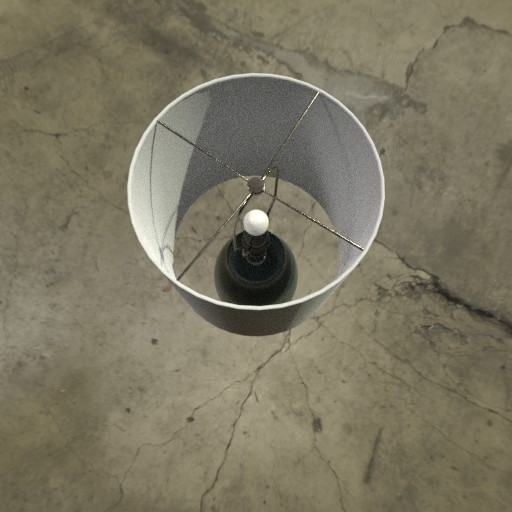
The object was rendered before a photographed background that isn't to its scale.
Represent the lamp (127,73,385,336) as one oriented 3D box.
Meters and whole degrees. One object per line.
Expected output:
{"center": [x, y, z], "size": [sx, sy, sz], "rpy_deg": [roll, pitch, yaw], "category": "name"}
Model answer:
{"center": [0.000, 0.000, 0.590], "size": [0.217, 0.453, 0.217], "rpy_deg": [33, 77, 9], "category": "lamp"}
